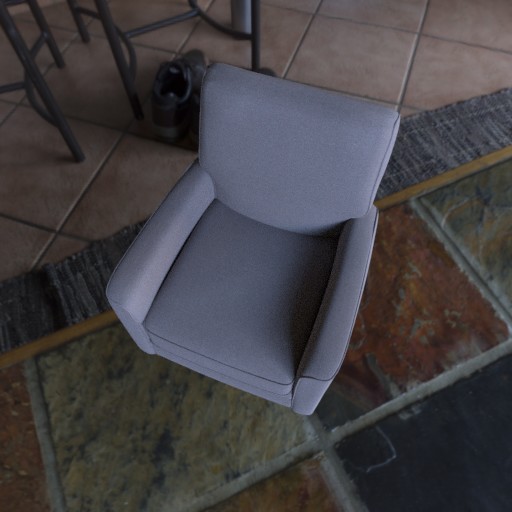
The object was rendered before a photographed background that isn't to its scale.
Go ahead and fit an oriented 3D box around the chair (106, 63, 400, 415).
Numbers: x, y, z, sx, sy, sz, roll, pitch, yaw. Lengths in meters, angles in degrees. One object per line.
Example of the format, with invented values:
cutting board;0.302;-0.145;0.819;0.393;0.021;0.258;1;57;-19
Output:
chair;0.000;0.000;1.699;0.845;1.023;0.859;19;62;11
